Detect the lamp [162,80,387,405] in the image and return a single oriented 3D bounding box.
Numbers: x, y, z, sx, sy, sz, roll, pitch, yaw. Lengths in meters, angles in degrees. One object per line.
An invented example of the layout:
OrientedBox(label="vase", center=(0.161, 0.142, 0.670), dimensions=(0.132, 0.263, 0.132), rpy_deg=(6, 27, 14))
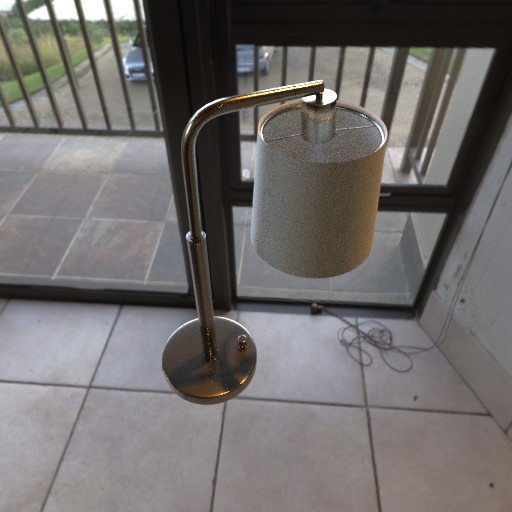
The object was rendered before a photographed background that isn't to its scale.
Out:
OrientedBox(label="lamp", center=(0.000, 0.000, 0.631), dimensions=(0.333, 0.489, 0.171), rpy_deg=(-10, 45, -10))
